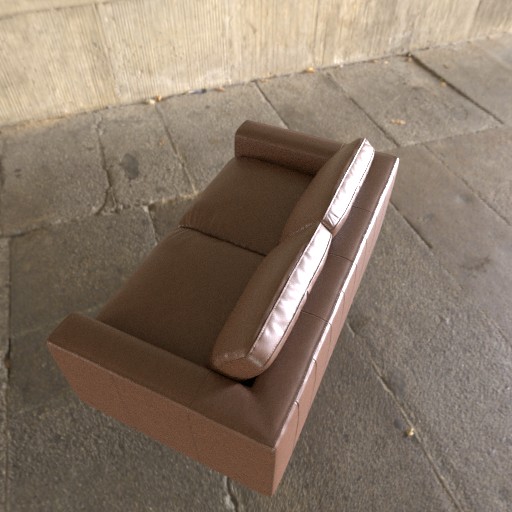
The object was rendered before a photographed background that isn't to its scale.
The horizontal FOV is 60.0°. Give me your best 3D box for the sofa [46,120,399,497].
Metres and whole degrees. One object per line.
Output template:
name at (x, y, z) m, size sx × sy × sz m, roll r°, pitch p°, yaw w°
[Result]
sofa at (0.000, 0.000, 2.367) m, size 1.070 × 0.800 × 1.920 m, roll 19°, pitch 50°, yaw 17°
